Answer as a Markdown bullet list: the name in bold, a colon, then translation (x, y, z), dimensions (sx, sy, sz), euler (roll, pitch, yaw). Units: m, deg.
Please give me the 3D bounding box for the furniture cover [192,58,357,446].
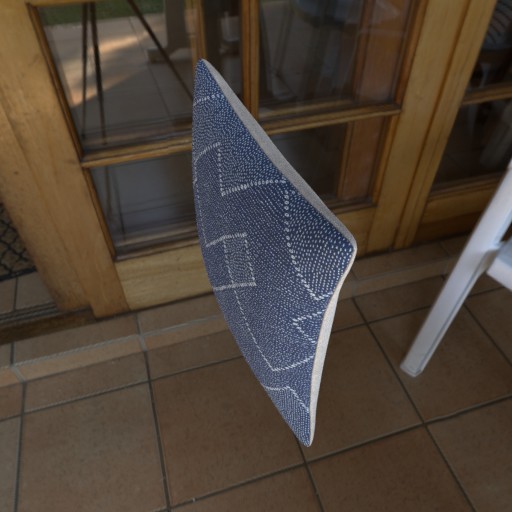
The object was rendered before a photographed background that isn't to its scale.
- **furniture cover**: translation (0.000, 0.000, 0.784), dimensions (0.162, 0.503, 0.511), euler (-17, 48, -16)
